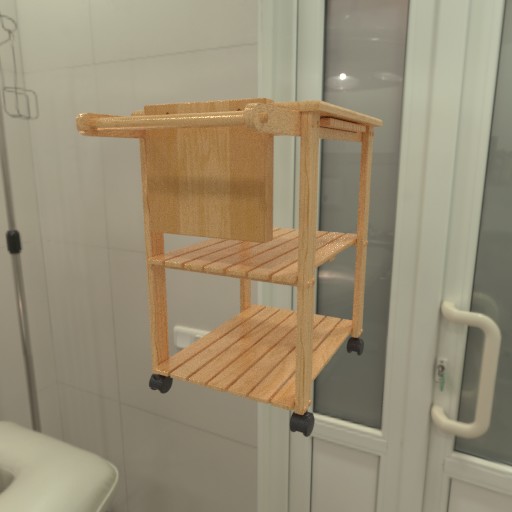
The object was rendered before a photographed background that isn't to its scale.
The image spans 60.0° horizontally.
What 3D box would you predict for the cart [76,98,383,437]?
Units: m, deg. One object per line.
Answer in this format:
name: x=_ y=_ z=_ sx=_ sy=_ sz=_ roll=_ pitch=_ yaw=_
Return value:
cart: x=0.000 y=0.000 z=1.305 sx=0.520 sy=0.816 sz=0.843 roll=7 pitch=14 yaw=26
